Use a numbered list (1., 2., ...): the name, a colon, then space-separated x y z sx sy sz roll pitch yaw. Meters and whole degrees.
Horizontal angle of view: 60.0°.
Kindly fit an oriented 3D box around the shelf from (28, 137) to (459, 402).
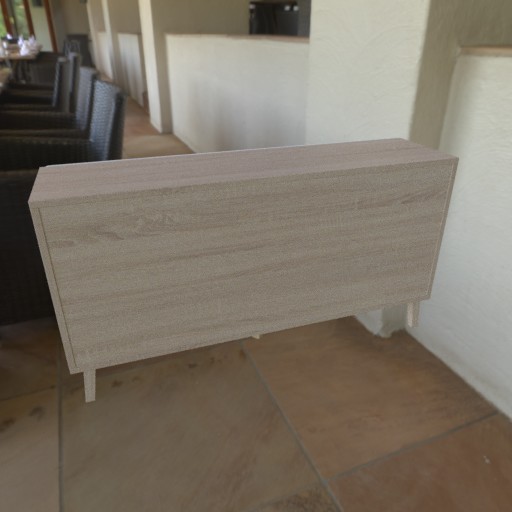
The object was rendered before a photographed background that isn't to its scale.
1. shelf: 0.000 0.000 1.805 1.490 0.780 0.400 -9 28 -17
